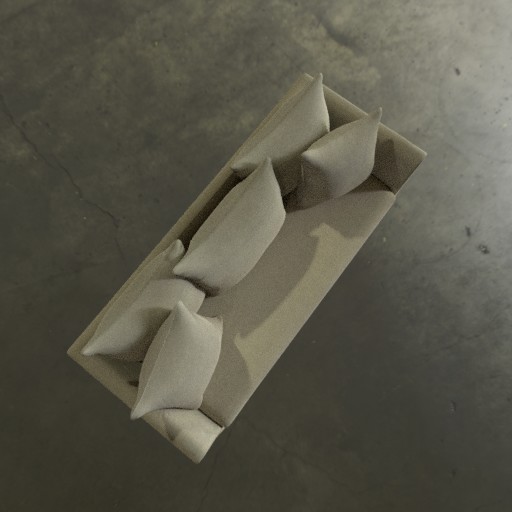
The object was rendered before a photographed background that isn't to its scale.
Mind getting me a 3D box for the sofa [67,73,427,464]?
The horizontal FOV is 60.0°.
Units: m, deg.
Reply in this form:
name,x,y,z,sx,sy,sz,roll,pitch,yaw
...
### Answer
name,x,y,z,sx,sy,sz,roll,pitch,yaw
sofa,0.000,0.000,2.853,1.031,1.034,2.290,37,79,8
